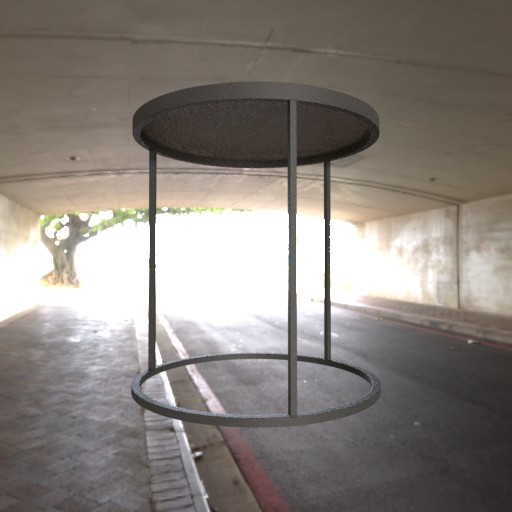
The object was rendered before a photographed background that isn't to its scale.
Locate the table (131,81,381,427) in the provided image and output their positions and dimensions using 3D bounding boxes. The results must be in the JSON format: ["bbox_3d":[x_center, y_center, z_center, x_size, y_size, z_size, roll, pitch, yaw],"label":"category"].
[{"bbox_3d":[0.000,0.000,0.871,0.470,0.498,0.470,0,-1,0],"label":"table"}]
